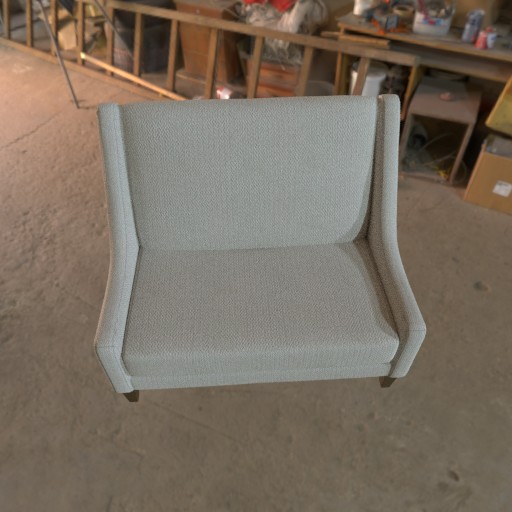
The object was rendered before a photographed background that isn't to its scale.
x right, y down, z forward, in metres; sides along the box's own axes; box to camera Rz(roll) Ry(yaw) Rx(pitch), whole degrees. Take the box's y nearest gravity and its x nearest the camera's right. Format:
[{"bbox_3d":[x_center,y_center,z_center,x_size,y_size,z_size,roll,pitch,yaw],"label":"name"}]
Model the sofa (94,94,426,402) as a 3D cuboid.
[{"bbox_3d":[0.000,0.000,1.875,1.242,1.022,0.870,-3,47,-2],"label":"sofa"}]
